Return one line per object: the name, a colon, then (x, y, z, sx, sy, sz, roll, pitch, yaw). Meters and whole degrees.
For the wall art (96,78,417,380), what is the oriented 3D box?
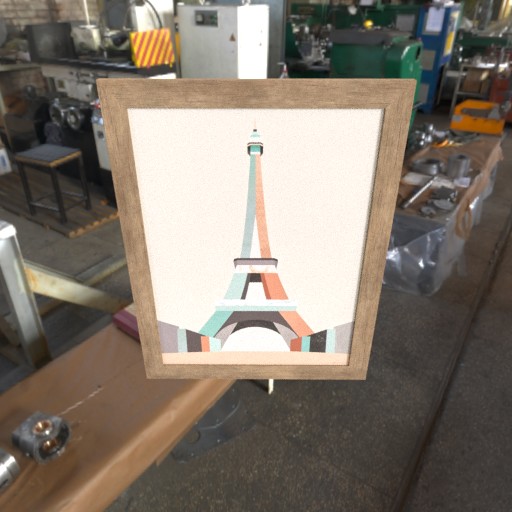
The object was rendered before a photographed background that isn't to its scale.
wall art: (0.000, 0.000, 0.917, 0.534, 0.686, 0.018, 0, 30, 0)
